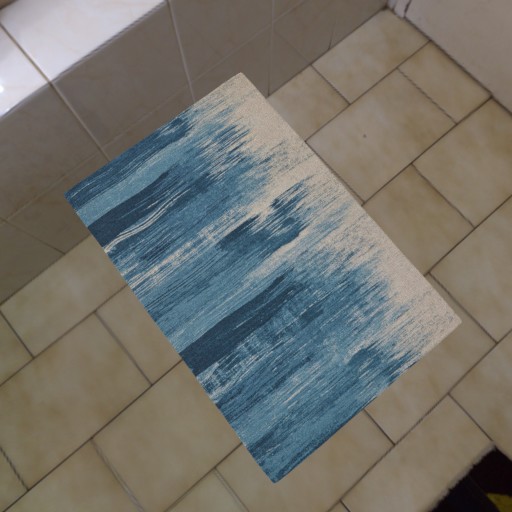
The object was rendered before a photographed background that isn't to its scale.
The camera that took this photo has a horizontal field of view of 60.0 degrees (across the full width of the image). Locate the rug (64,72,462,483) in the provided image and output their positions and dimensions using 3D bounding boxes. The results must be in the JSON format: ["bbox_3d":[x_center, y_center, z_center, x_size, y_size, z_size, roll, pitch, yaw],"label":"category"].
[{"bbox_3d":[0.000,0.000,2.316,1.232,0.009,1.836,-37,79,-8],"label":"rug"}]
